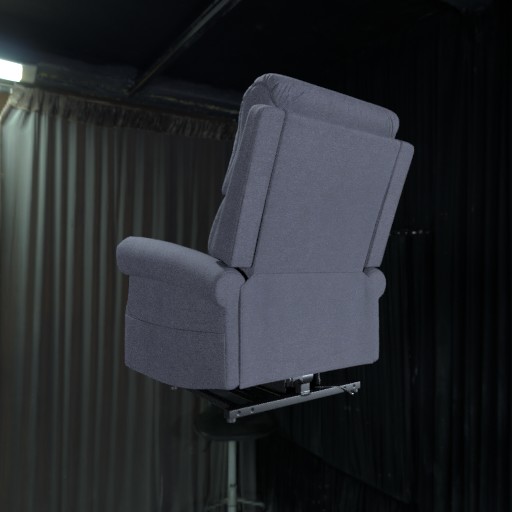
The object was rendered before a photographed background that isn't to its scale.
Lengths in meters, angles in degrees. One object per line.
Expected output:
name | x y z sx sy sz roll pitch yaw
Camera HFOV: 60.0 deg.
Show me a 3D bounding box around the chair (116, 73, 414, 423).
chair | 0.000 0.000 1.740 0.871 1.031 0.979 1 -1 -36
